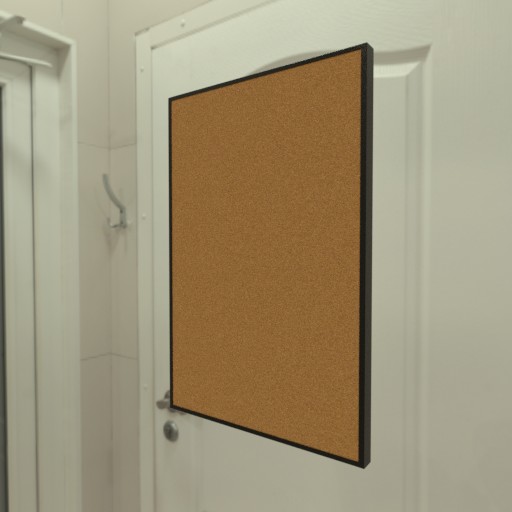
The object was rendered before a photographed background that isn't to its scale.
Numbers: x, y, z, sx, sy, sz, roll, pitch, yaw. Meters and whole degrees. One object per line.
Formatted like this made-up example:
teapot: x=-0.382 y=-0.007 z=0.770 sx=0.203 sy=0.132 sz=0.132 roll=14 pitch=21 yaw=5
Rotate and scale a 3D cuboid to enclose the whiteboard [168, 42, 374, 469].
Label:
whiteboard: x=0.000 y=0.000 z=0.762 sx=0.406 sy=0.611 sz=0.026 roll=1 pitch=2 yaw=36
